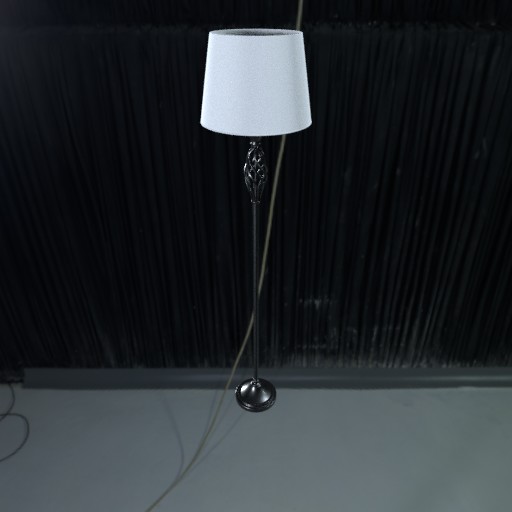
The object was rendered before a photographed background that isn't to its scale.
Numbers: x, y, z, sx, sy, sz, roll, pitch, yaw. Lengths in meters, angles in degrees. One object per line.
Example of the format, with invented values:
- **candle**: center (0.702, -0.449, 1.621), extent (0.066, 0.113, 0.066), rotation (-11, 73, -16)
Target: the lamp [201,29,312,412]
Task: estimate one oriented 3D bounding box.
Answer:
- **lamp**: center (0.000, 0.000, 1.796), extent (0.379, 1.623, 0.379), rotation (0, 31, 0)
